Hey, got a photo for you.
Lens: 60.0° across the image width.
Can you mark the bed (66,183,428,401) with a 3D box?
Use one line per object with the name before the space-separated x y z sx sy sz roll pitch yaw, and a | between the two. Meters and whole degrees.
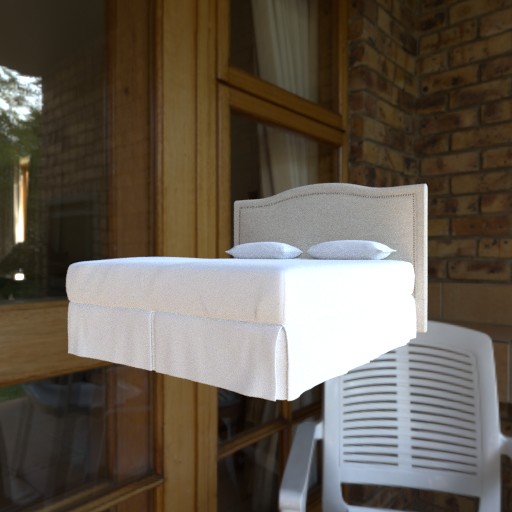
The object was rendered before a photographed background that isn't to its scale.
bed | 0.000 0.000 3.547 2.083 1.421 2.182 0 0 36
